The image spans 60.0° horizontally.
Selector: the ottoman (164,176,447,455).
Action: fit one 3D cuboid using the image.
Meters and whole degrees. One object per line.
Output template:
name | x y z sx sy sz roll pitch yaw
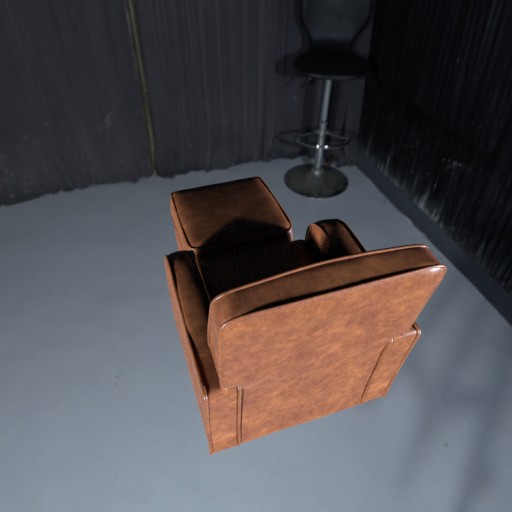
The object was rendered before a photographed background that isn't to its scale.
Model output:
ottoman | 0.000 0.000 1.823 0.732 0.904 1.314 -13 43 -14
